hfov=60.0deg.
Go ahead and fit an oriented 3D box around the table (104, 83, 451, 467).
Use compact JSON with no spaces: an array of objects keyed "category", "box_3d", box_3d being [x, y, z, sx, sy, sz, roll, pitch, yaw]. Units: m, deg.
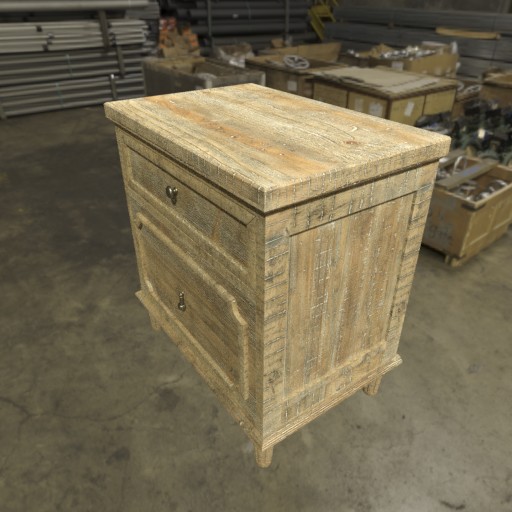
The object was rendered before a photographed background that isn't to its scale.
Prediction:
[{"category":"table","box_3d":[0.000,0.000,1.160,0.457,0.711,0.686,-20,37,-30]}]
